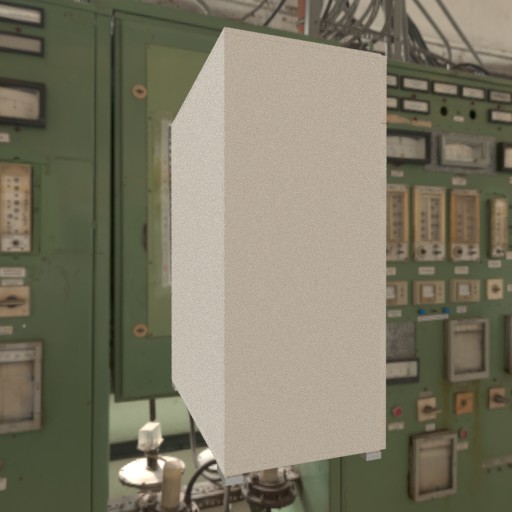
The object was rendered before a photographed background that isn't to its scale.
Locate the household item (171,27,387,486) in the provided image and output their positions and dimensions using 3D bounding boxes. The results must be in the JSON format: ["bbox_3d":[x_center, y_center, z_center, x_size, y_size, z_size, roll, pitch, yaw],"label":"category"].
[{"bbox_3d":[0.000,0.000,1.416,0.420,1.010,0.790,0,0,-19],"label":"household item"}]
